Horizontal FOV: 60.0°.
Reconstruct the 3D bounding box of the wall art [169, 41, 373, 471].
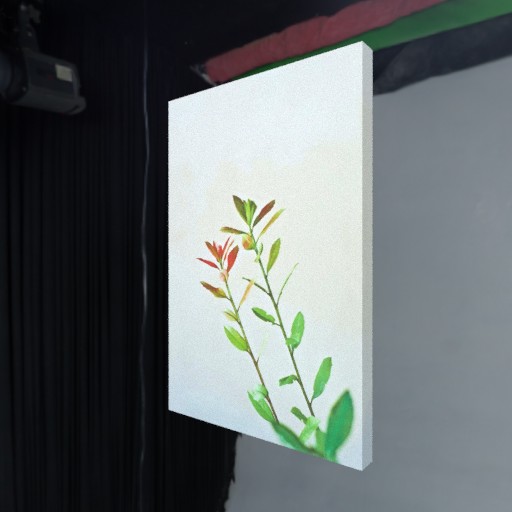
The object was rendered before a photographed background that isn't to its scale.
[{"bbox_3d":[0.000,0.000,0.768,0.408,0.611,0.038,0,0,38],"label":"wall art"}]
